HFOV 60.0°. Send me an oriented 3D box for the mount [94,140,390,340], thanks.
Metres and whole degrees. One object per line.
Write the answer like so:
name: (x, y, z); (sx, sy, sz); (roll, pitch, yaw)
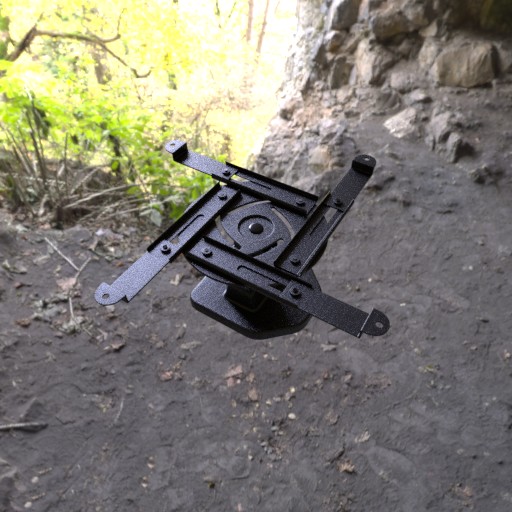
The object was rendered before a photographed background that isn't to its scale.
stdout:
mount: (0.000, 0.000, 0.598); (0.394, 0.141, 0.394); (25, 52, 21)
